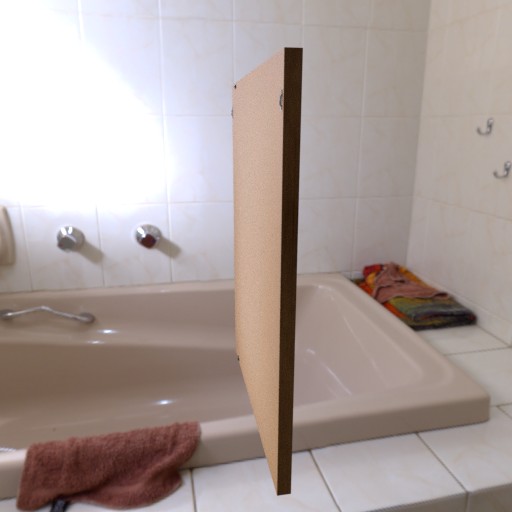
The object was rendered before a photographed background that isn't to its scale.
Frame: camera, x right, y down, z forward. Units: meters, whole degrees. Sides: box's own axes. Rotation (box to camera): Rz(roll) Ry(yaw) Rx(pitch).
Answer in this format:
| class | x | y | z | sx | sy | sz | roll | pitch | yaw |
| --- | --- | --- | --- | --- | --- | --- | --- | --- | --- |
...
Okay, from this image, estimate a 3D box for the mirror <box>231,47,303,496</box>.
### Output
| class | x | y | z | sx | sy | sz | roll | pitch | yaw |
| --- | --- | --- | --- | --- | --- | --- | --- | --- | --- |
| mirror | 0.000 | 0.000 | 1.317 | 0.040 | 1.016 | 0.762 | -3 | 16 | -10 |
